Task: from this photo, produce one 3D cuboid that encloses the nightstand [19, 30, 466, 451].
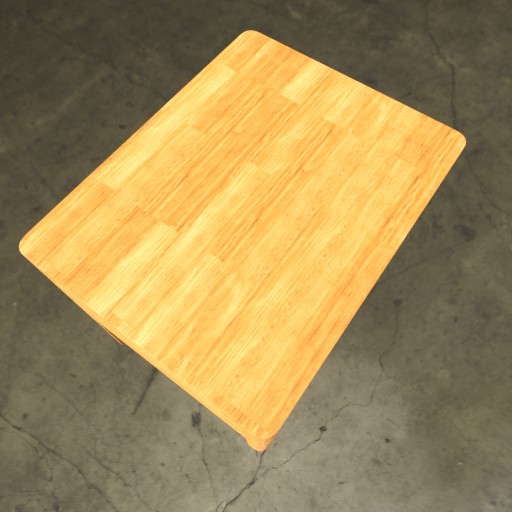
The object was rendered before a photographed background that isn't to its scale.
[{"bbox_3d":[0.000,0.000,0.877,0.440,0.470,0.560,33,69,15],"label":"nightstand"}]
